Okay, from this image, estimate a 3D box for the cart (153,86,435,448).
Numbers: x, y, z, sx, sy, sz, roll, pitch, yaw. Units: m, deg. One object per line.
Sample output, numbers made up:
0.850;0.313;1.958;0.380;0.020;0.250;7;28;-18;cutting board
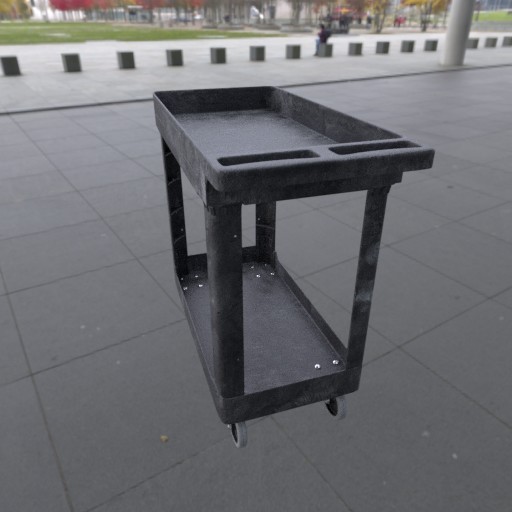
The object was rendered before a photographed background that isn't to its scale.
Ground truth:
0.000;0.000;1.311;0.420;0.824;0.877;-9;30;-16;cart
